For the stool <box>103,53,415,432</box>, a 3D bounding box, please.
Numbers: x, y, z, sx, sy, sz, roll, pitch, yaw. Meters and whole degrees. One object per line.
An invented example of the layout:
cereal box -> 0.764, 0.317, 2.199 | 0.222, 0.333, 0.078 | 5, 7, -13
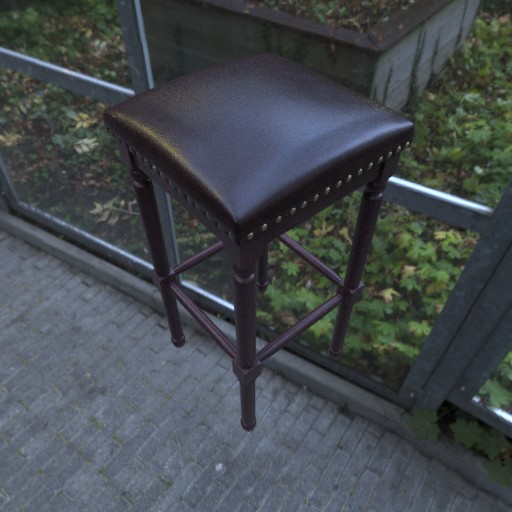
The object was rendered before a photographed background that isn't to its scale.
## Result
stool -> 0.000, 0.000, 0.987 | 0.383, 0.768, 0.382 | -31, 54, -26
